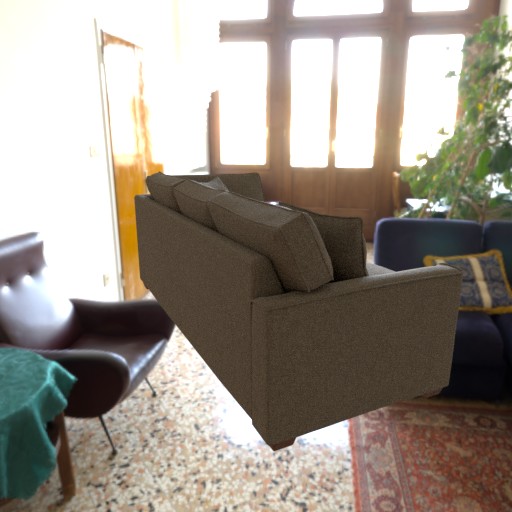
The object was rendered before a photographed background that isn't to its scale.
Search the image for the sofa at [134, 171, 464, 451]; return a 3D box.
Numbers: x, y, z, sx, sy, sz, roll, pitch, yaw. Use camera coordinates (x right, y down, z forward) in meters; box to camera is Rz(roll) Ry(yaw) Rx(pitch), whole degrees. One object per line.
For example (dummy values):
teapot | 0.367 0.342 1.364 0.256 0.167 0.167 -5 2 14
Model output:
sofa | 0.000 0.000 2.817 1.061 0.962 2.317 -7 17 -25
